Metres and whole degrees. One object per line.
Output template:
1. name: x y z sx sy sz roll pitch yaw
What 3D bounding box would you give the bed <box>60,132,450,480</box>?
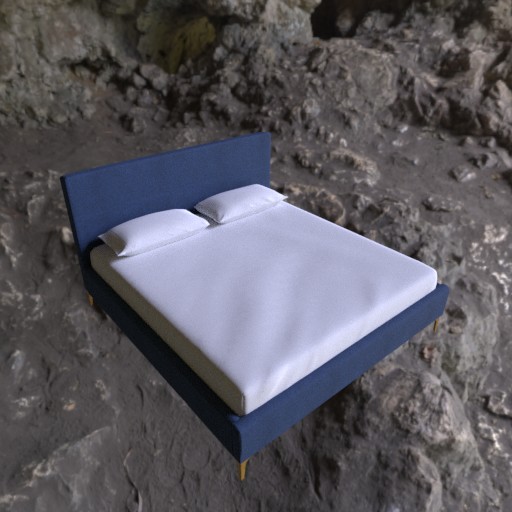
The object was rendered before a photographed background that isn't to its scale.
1. bed: 0.000 0.000 3.519 2.096 1.231 2.232 -23 37 -34
